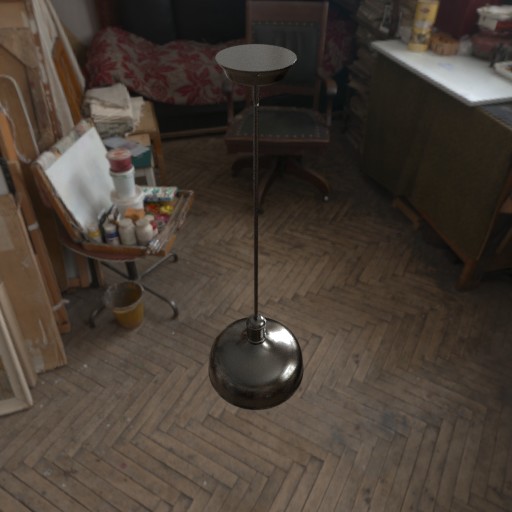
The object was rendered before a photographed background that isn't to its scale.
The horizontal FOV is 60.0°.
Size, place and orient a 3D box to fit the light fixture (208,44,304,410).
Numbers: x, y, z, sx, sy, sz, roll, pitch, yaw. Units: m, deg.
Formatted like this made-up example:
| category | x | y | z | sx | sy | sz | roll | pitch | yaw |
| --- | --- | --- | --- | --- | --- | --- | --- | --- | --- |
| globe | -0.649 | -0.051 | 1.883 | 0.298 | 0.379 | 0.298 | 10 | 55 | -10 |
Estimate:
| category | x | y | z | sx | sy | sz | roll | pitch | yaw |
| --- | --- | --- | --- | --- | --- | --- | --- | --- | --- |
| light fixture | 0.000 | 0.000 | 1.087 | 0.299 | 0.935 | 0.299 | 25 | 48 | 26 |
